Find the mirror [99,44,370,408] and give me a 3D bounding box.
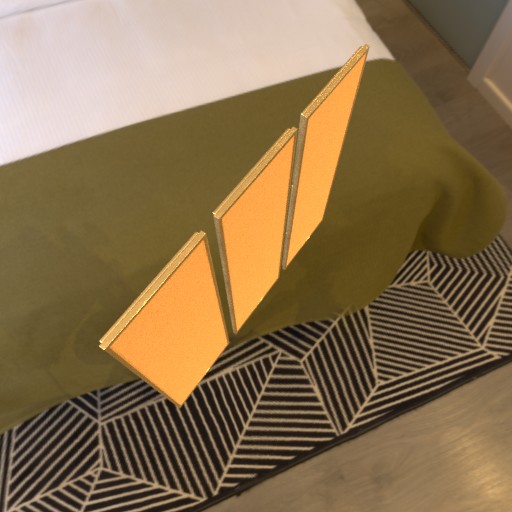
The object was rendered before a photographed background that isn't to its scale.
[{"bbox_3d":[0.000,0.000,1.433,0.023,0.926,1.011,33,69,15],"label":"mirror"}]
